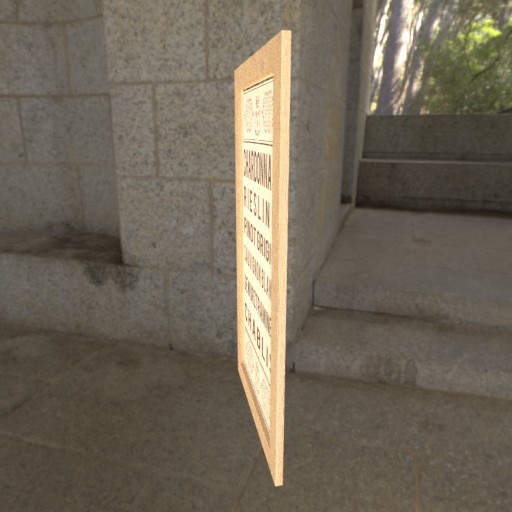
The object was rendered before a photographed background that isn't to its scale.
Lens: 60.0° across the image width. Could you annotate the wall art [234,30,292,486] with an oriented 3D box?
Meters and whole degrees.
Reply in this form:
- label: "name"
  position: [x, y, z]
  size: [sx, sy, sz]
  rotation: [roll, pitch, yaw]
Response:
- label: "wall art"
  position: [0.000, 0.000, 0.819]
  size: [0.013, 0.683, 0.381]
  rotation: [-3, 16, -11]
